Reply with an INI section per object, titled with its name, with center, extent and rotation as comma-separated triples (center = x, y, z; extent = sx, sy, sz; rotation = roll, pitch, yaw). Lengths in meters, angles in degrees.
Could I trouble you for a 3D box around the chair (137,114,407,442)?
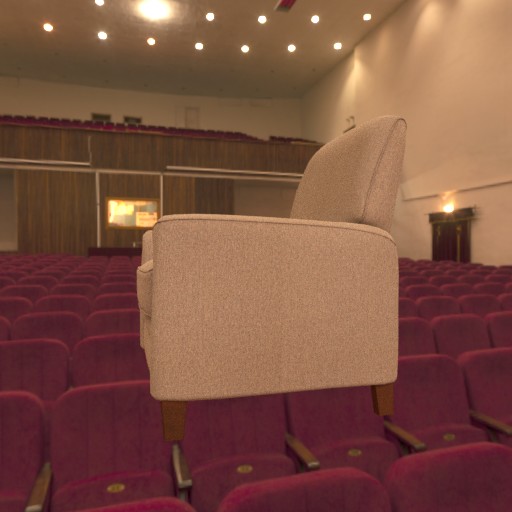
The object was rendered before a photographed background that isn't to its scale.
[chair]
center = 0.000, 0.000, 1.668
extent = 0.864, 1.014, 0.848
rotation = 0, 0, -17
